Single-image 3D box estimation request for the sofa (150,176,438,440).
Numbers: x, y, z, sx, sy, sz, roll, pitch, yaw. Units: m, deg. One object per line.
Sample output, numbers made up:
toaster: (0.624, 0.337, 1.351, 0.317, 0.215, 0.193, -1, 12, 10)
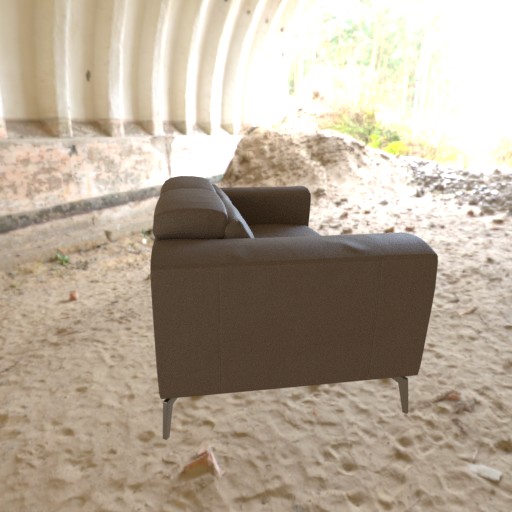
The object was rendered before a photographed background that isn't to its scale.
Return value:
sofa: (0.000, 0.000, 2.394, 1.003, 0.779, 1.895, -3, 16, -9)
